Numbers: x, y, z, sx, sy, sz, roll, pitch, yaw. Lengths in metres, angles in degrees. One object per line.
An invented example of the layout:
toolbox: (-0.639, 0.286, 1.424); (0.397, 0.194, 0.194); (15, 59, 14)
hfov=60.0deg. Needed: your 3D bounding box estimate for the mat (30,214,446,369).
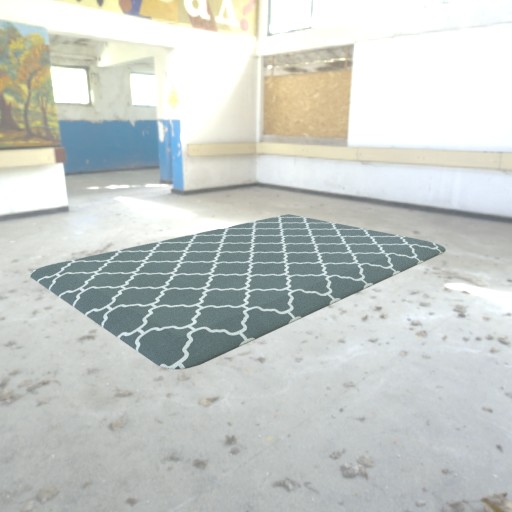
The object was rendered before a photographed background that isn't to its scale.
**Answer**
mat: (0.000, 0.000, 0.937); (0.762, 0.021, 0.508); (-16, 23, -42)
